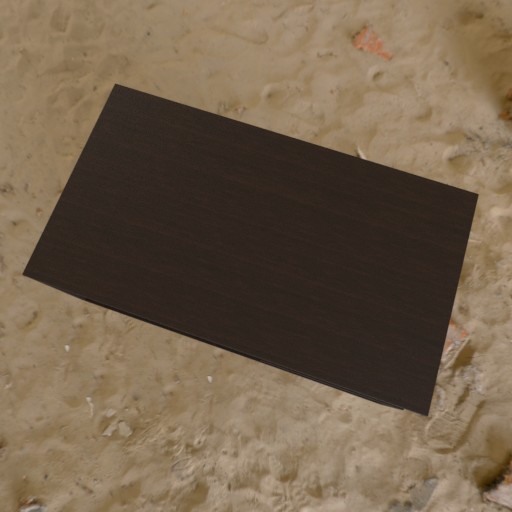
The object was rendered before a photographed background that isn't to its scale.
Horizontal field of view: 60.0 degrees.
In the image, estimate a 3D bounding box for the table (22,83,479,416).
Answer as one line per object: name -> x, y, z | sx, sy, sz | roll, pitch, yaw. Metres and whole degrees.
table -> 0.000, 0.000, 1.370 | 1.050, 0.460, 0.590 | 18, 76, 5
